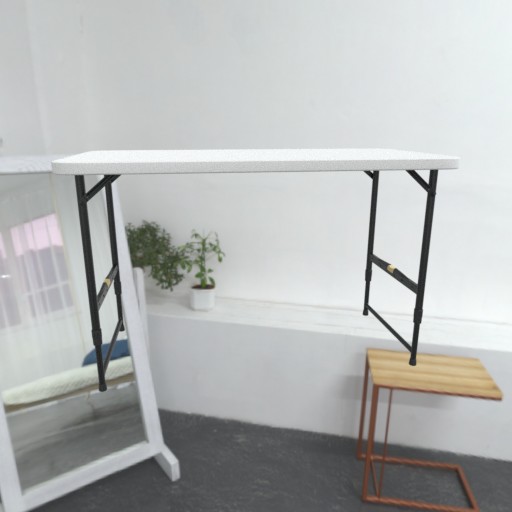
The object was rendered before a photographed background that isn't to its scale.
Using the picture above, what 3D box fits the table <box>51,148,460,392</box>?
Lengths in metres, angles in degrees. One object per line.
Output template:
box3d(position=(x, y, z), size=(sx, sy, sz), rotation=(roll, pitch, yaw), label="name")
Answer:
box3d(position=(0.000, 0.000, 1.635), size=(1.219, 0.737, 0.610), rotation=(-2, 17, -8), label="table")
